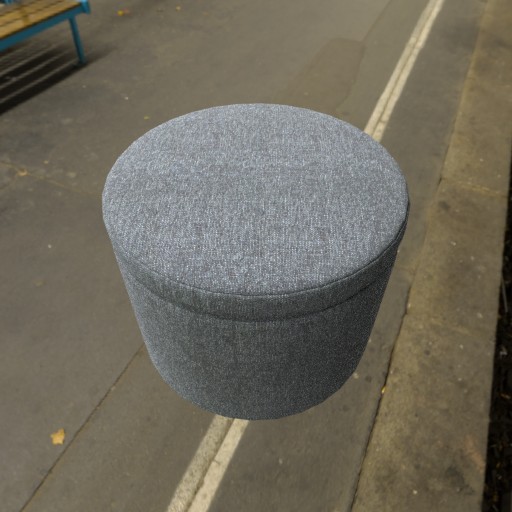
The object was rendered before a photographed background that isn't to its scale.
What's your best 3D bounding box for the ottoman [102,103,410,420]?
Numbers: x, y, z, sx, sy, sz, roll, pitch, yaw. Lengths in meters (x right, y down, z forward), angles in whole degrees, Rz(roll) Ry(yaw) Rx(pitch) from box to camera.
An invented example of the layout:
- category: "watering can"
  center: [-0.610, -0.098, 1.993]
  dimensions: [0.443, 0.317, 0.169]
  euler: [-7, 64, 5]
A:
- category: "ottoman"
  center: [0.000, 0.000, 0.867]
  dimensions: [0.500, 0.419, 0.500]
  euler: [0, 47, 0]
